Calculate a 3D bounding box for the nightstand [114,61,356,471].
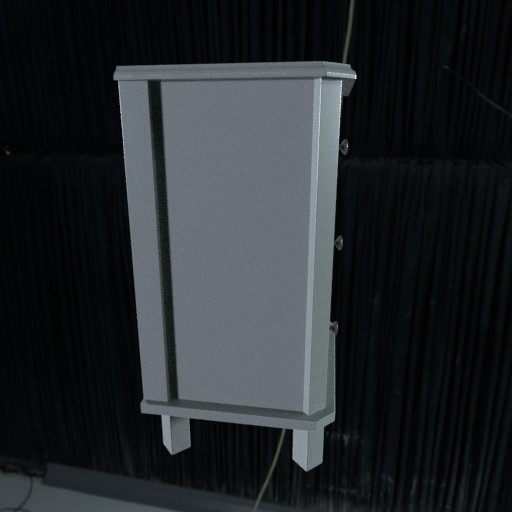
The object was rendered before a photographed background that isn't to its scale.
[{"bbox_3d":[0.000,0.000,0.912,0.348,0.680,0.435,3,16,9],"label":"nightstand"}]
